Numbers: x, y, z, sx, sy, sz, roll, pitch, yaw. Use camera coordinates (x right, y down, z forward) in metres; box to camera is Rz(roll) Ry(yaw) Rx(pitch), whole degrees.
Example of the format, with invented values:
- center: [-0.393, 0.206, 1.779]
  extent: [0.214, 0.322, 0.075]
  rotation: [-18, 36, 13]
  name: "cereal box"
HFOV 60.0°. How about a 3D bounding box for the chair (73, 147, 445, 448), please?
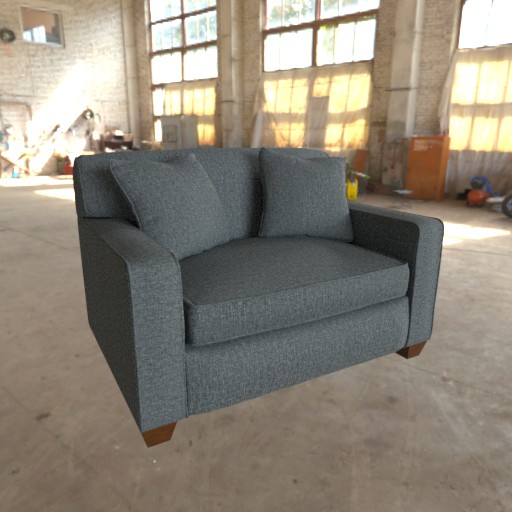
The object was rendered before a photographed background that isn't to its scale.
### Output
- center: [0.000, 0.000, 2.022]
  extent: [1.383, 0.948, 1.000]
  rotation: [-9, 18, -28]
  name: "chair"
